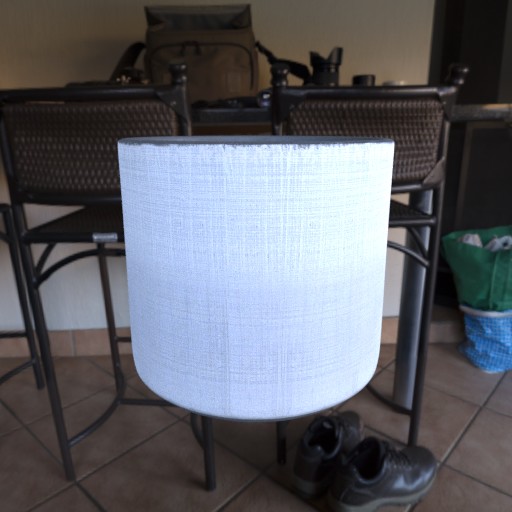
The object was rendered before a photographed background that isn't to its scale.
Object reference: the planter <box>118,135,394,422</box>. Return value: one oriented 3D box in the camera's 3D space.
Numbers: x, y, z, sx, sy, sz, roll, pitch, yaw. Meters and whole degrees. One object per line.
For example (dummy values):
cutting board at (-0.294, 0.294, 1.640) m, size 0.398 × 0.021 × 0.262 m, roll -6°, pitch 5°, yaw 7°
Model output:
planter at (0.000, 0.000, 0.389) m, size 0.221 × 0.201 × 0.221 m, roll 0°, pitch 16°, yaw 0°
